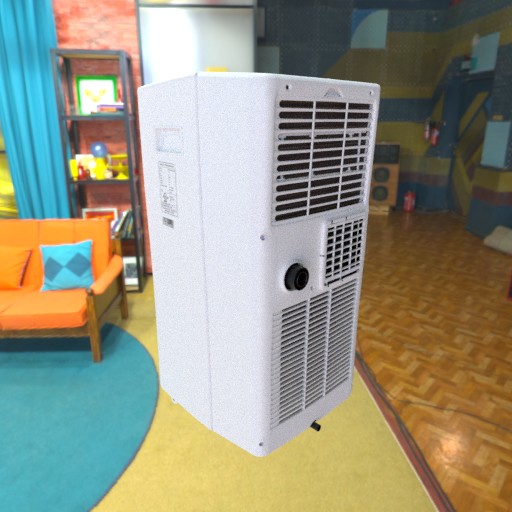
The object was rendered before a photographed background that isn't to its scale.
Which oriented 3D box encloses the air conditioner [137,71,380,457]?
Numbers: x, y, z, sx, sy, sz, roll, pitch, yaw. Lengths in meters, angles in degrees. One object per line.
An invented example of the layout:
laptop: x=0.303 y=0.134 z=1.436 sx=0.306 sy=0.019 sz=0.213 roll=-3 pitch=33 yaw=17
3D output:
air conditioner: x=0.000 y=0.000 z=0.816 sx=0.304 sy=0.606 sz=0.349 roll=-16 pitch=23 yaw=-42
